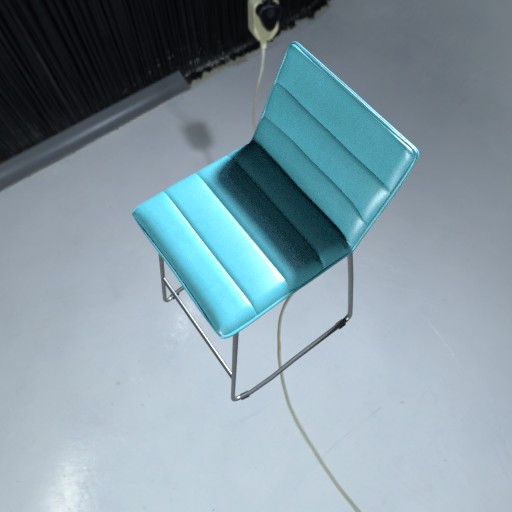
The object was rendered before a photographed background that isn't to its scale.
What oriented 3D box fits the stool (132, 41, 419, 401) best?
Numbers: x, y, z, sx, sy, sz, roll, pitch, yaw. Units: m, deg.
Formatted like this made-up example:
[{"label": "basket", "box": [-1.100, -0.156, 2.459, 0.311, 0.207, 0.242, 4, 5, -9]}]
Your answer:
[{"label": "stool", "box": [0.000, 0.000, 1.241, 0.524, 0.936, 0.489, -34, 69, -15]}]
